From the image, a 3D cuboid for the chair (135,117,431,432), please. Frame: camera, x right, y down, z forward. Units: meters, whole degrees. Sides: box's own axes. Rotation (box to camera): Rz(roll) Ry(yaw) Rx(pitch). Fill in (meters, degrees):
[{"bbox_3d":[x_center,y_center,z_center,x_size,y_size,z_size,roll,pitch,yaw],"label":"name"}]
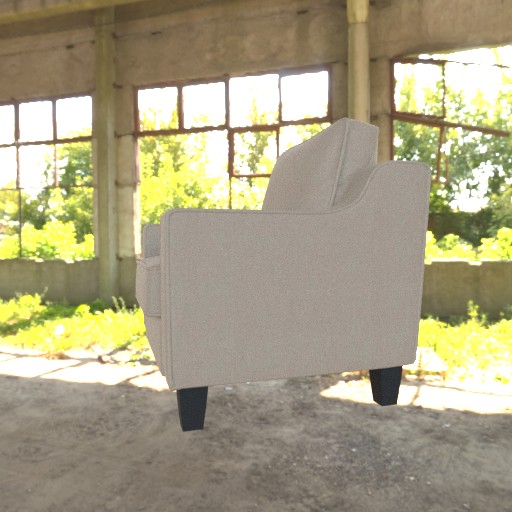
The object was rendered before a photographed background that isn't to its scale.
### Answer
[{"bbox_3d":[0.000,0.000,1.711,0.882,0.948,0.922,0,1,-18],"label":"chair"}]
